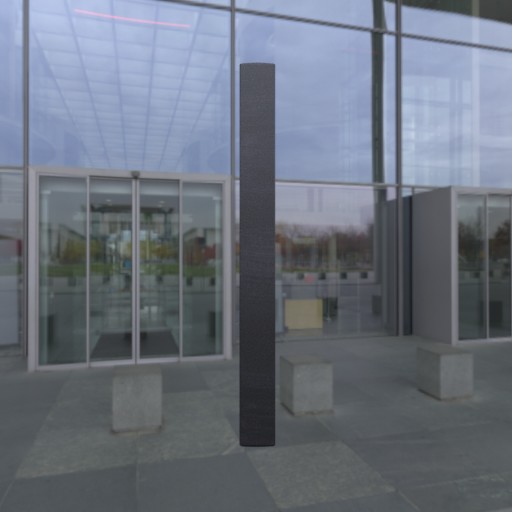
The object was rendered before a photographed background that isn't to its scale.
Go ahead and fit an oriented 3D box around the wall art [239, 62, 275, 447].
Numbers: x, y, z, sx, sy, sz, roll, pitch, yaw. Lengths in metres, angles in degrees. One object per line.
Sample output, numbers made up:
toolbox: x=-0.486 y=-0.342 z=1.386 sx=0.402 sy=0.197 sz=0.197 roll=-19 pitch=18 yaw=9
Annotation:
wall art: x=0.000 y=0.000 z=0.774 sx=0.038 sy=0.409 sz=0.610 roll=0 pitch=0 yaw=0
